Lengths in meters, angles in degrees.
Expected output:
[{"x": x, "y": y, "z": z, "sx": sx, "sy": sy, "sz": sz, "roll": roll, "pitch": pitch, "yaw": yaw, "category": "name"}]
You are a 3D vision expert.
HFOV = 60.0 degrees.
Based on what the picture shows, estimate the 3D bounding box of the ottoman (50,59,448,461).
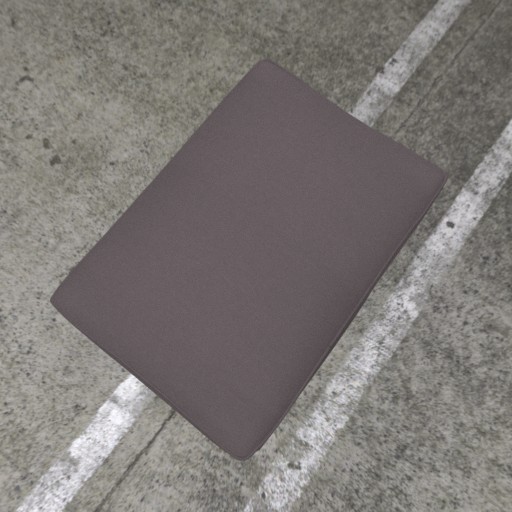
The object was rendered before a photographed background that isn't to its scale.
[{"x": 0.000, "y": 0.000, "z": 0.984, "sx": 0.508, "sy": 0.406, "sz": 0.686, "roll": 36, "pitch": 78, "yaw": 9, "category": "ottoman"}]
